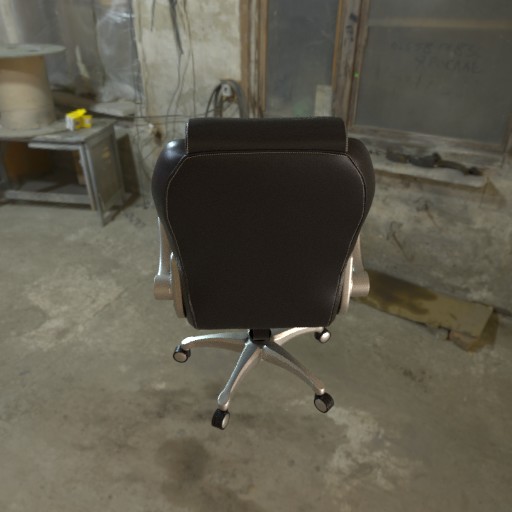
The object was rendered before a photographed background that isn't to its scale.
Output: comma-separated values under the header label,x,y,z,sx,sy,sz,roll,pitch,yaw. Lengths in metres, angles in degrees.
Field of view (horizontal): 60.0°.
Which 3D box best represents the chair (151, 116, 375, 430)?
label,x,y,z,sx,sy,sz,roll,pitch,yaw
chair,0.000,0.000,1.624,0.724,1.141,0.801,-1,30,-2
